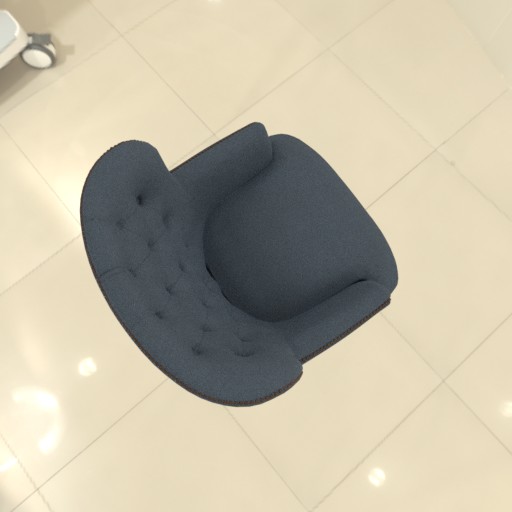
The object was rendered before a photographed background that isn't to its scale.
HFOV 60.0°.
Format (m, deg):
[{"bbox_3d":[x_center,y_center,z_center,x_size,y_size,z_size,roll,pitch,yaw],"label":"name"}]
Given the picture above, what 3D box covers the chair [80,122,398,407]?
[{"bbox_3d":[0.000,0.000,1.602,0.906,0.868,0.848,-33,77,-8],"label":"chair"}]
